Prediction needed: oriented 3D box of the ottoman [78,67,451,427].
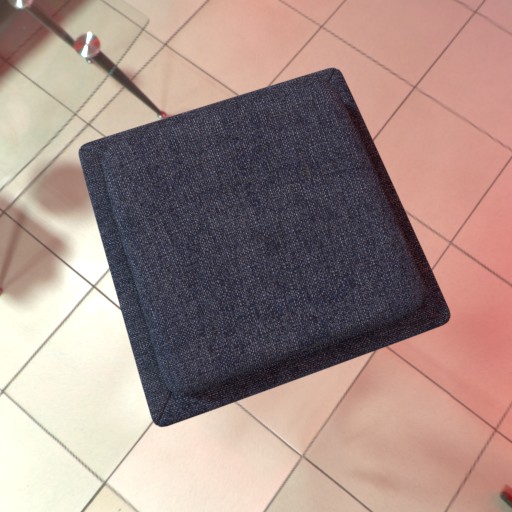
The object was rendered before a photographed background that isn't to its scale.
[{"bbox_3d":[0.000,0.000,0.830,0.450,0.460,0.450,-19,77,-5],"label":"ottoman"}]
